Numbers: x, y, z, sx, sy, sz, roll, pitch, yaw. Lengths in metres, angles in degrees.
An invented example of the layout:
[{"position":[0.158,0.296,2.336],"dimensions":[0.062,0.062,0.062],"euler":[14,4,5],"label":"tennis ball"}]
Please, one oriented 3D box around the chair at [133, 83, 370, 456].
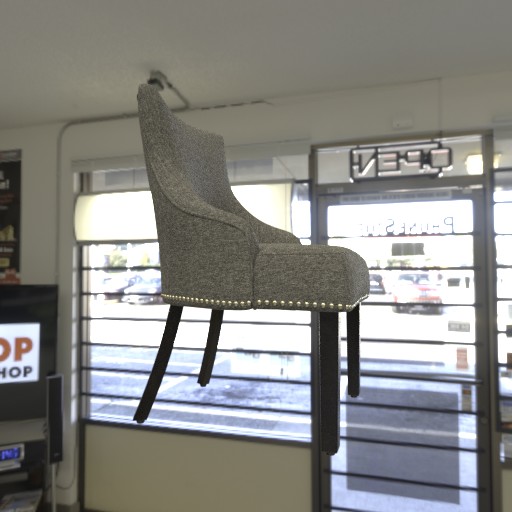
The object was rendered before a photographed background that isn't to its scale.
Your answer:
[{"position":[0.000,0.000,1.316],"dimensions":[0.629,0.909,0.566],"euler":[-1,-2,19],"label":"chair"}]
